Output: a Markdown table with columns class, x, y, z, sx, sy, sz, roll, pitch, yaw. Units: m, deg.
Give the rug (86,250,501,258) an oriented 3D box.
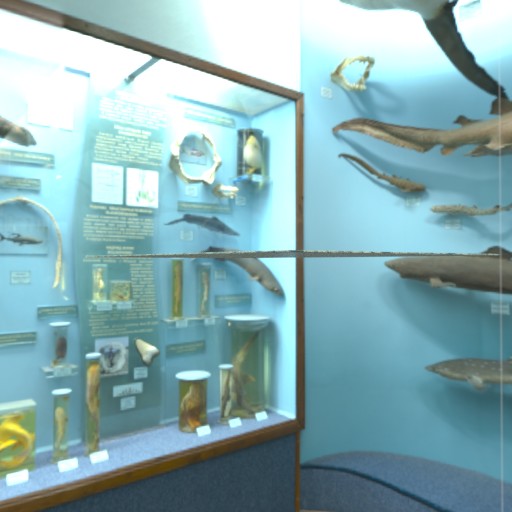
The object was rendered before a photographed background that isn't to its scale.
| class | x | y | z | sx | sy | sz | roll | pitch | yaw |
| --- | --- | --- | --- | --- | --- | --- | --- | --- | --- |
| rug | 0.000 | 0.000 | 1.991 | 1.035 | 0.006 | 1.652 | 0 | -1 | -36 |
